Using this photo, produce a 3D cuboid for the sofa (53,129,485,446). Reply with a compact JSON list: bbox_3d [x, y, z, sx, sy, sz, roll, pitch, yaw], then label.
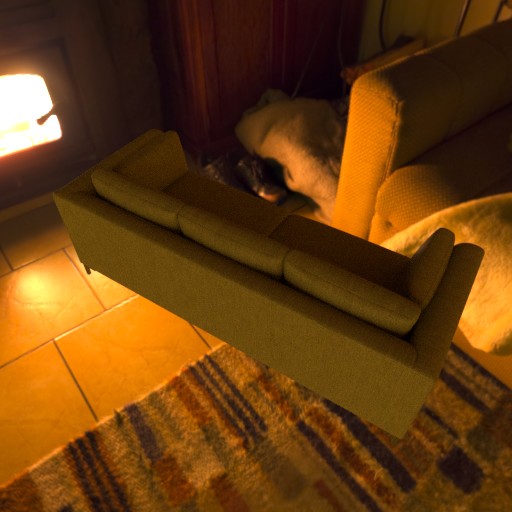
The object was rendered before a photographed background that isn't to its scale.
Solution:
[{"bbox_3d":[0.000,0.000,2.834,2.415,0.867,0.969,24,51,22],"label":"sofa"}]
